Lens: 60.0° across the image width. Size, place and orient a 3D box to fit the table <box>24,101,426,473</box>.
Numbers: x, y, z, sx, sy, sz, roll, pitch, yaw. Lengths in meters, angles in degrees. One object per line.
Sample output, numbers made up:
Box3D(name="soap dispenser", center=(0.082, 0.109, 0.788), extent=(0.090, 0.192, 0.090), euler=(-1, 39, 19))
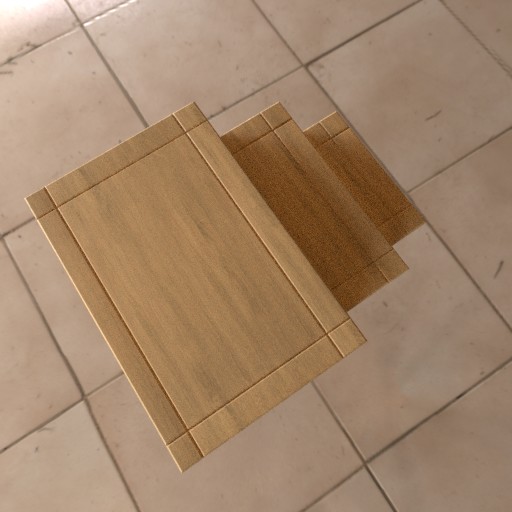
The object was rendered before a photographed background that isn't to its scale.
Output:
Box3D(name="table", center=(0.000, 0.000, 1.206), extent=(0.773, 0.535, 0.660), euler=(-33, 77, -8))
